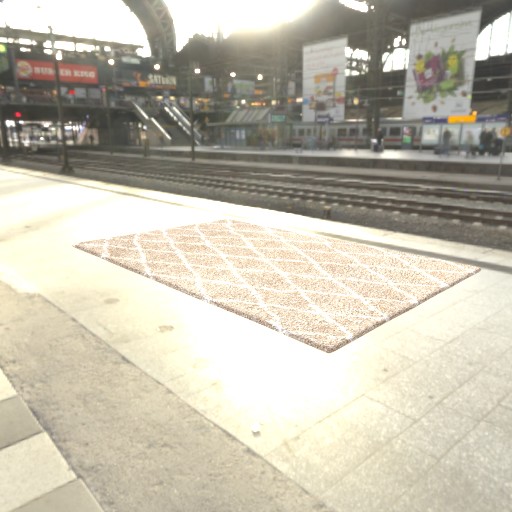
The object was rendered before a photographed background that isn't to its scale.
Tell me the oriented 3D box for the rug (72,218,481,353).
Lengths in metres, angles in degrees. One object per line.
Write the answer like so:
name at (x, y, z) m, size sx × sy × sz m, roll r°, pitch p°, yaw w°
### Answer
rug at (0.000, 0.000, 3.471) m, size 1.778 × 0.030 × 2.743 m, roll -14°, pitch 21°, yaw -42°
